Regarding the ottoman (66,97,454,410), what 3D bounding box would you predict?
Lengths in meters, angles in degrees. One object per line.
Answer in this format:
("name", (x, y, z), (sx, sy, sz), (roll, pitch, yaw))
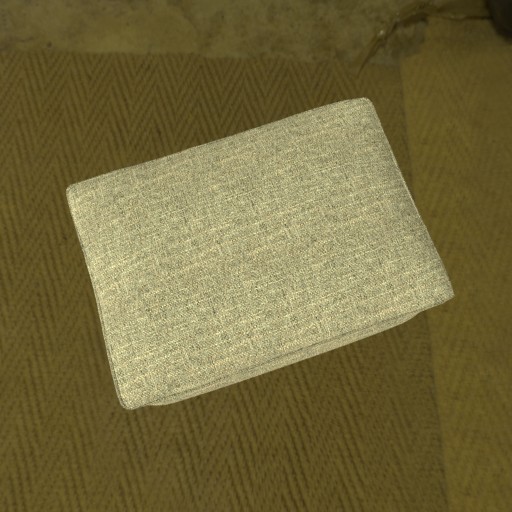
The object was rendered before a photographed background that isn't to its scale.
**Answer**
("ottoman", (0.000, 0.000, 1.019), (0.686, 0.406, 0.508), (-18, 77, -4))
